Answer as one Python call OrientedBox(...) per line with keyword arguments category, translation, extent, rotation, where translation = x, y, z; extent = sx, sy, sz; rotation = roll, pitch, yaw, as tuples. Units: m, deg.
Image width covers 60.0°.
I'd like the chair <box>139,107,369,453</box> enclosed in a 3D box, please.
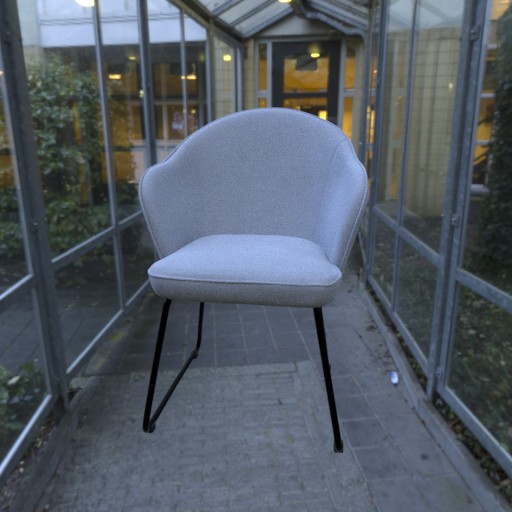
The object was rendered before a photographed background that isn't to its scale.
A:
OrientedBox(category="chair", translation=(0.000, 0.000, 1.237), extent=(0.570, 0.817, 0.592), rotation=(2, 16, 8))
